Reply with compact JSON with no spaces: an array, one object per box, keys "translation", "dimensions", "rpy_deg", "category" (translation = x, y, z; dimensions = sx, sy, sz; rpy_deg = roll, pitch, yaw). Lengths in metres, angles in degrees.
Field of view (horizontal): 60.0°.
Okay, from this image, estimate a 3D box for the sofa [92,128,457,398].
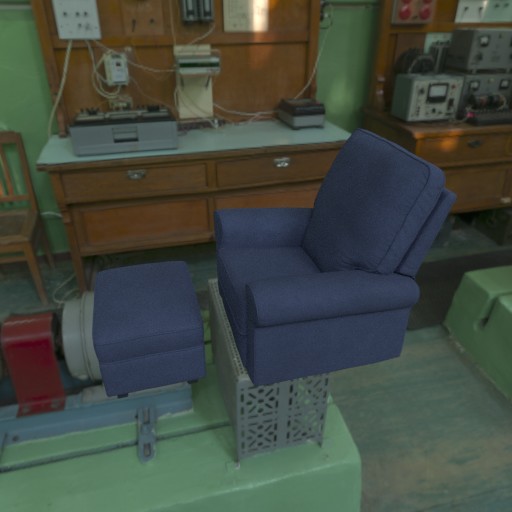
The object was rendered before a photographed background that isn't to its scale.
[{"translation":[0.000,0.000,2.038],"dimensions":[1.478,0.959,0.880],"rpy_deg":[-8,31,-13],"category":"sofa"}]
